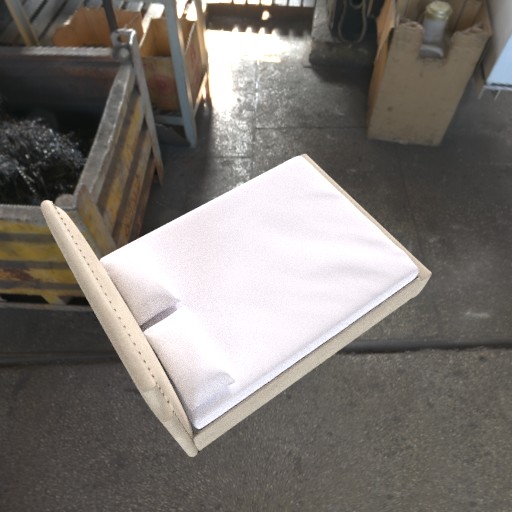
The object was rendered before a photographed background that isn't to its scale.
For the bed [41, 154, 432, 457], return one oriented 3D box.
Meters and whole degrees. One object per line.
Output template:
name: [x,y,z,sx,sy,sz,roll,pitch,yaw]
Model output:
bed: [0.000,0.000,3.416,2.372,1.443,1.712,-30,62,-18]
